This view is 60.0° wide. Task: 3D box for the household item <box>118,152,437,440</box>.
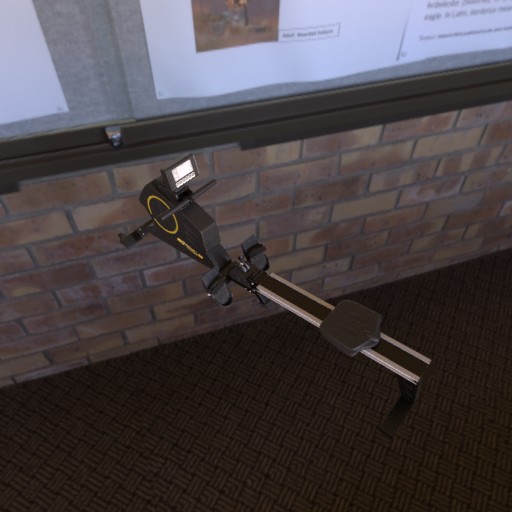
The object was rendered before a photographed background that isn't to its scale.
[{"bbox_3d":[0.000,0.000,2.610,2.251,0.810,0.521,32,55,26],"label":"household item"}]
